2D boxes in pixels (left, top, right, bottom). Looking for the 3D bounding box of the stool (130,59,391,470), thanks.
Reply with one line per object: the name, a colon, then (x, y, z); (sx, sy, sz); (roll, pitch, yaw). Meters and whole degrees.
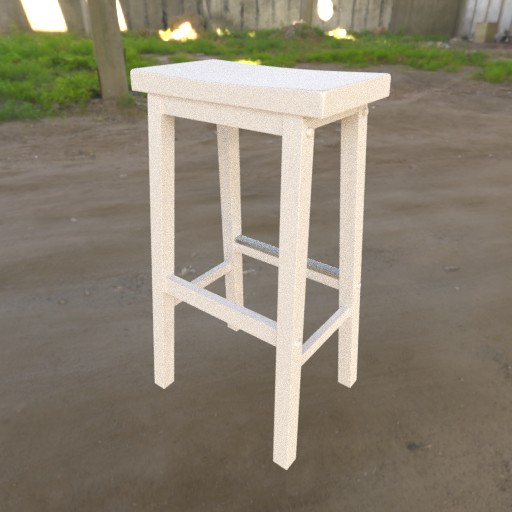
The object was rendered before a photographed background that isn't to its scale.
stool: (0.000, 0.000, 0.958); (0.406, 0.742, 0.322); (20, 35, 32)
